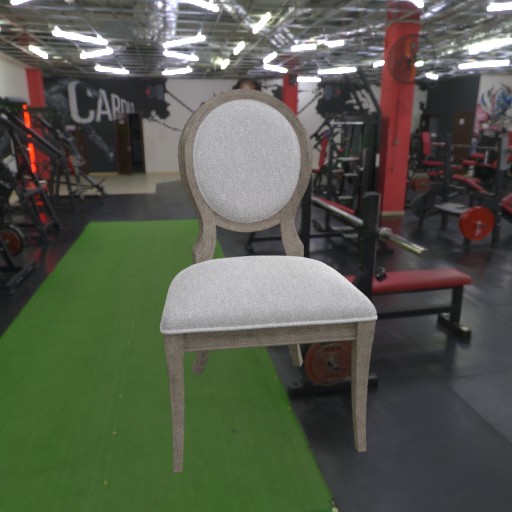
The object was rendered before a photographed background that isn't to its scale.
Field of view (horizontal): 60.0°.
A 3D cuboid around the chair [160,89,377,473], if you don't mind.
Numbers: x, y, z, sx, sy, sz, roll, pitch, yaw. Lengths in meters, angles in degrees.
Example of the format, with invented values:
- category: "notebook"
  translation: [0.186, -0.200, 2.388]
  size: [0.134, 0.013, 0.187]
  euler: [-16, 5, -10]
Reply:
- category: "chair"
  translation: [0.000, 0.000, 1.348]
  size: [0.558, 0.990, 0.602]
  euler: [-2, 17, -8]
